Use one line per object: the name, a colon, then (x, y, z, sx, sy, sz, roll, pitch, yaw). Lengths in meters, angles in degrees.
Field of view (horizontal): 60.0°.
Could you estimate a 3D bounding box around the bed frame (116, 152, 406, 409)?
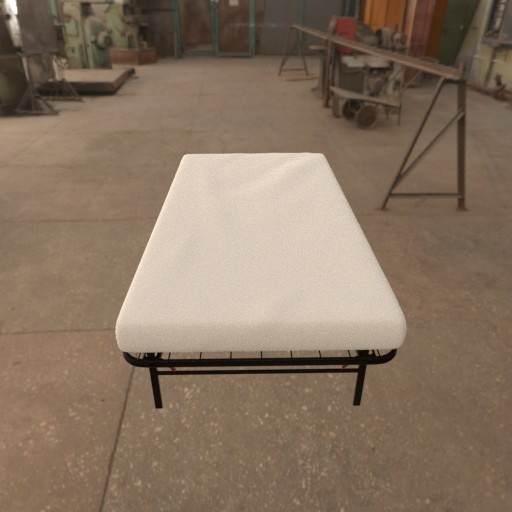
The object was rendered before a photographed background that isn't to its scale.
bed frame: (0.000, 0.000, 2.399, 0.989, 0.619, 1.903, -1, 30, -1)
